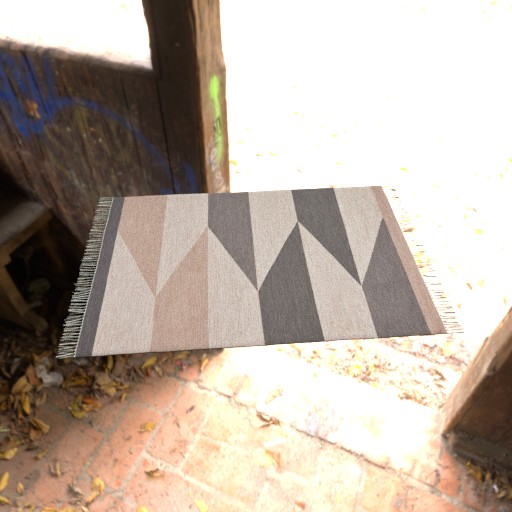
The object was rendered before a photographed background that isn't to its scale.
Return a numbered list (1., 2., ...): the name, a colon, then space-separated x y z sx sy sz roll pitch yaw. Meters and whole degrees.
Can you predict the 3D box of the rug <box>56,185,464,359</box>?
1. rug: 0.000 0.000 2.583 2.021 0.027 1.224 -3 46 -3
